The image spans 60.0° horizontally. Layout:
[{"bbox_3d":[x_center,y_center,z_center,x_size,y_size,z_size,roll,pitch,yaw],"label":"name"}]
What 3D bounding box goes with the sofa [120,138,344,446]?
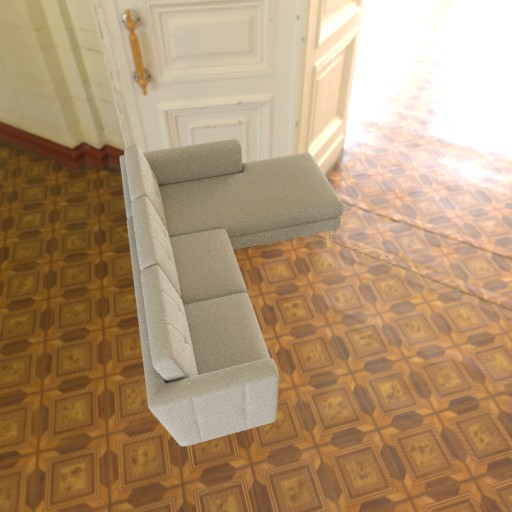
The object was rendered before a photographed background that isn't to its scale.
[{"bbox_3d":[0.000,0.000,2.929,1.530,0.860,2.040,-11,47,-11],"label":"sofa"}]
